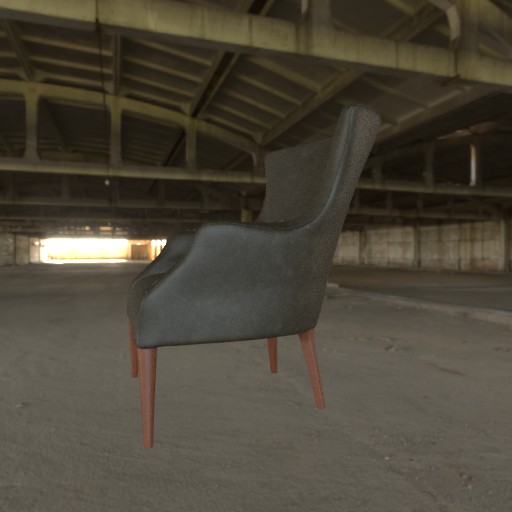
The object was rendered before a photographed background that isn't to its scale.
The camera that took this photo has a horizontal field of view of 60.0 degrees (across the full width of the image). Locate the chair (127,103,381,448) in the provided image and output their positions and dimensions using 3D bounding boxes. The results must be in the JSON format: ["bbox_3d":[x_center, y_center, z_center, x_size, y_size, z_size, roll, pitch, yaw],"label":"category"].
[{"bbox_3d":[0.000,0.000,1.734,0.954,1.068,0.819,0,1,-18],"label":"chair"}]
